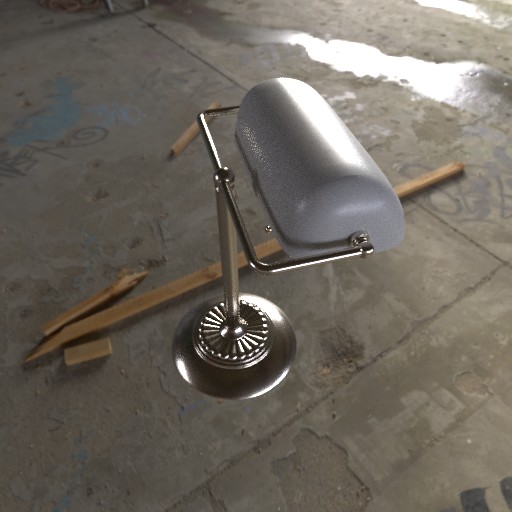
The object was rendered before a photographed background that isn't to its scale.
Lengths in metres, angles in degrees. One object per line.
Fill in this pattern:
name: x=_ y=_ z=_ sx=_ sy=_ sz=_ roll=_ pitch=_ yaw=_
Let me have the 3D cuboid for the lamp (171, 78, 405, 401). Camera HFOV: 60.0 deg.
lamp: x=0.000 y=0.000 z=0.519 sx=0.243 sy=0.339 sz=0.264 roll=-11 pitch=48 yaw=-11
